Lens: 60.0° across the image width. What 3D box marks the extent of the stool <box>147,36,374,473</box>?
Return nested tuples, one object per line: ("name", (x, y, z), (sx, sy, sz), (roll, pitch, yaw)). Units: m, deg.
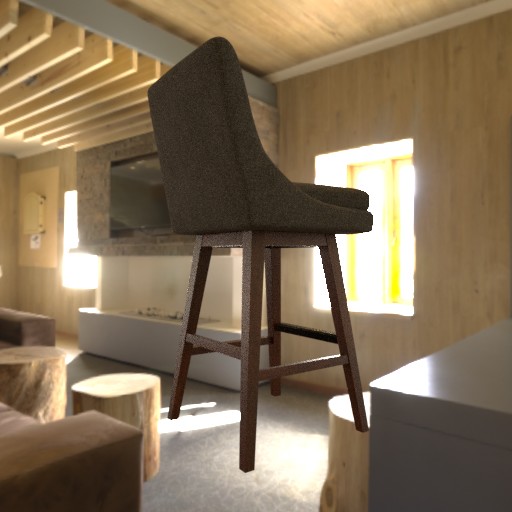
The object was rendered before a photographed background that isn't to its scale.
("stool", (0.000, 0.000, 1.383), (0.572, 1.068, 0.489), (0, 0, -36))
